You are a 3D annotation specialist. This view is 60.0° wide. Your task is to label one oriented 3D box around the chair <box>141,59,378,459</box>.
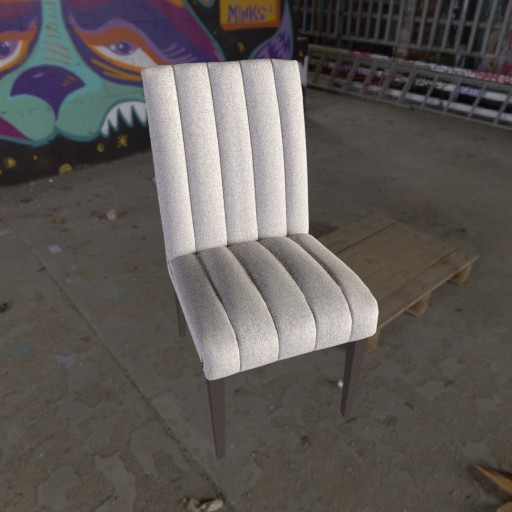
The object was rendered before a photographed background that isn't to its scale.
[{"bbox_3d":[0.000,0.000,1.351,0.511,1.016,0.647,-11,34,-17],"label":"chair"}]
